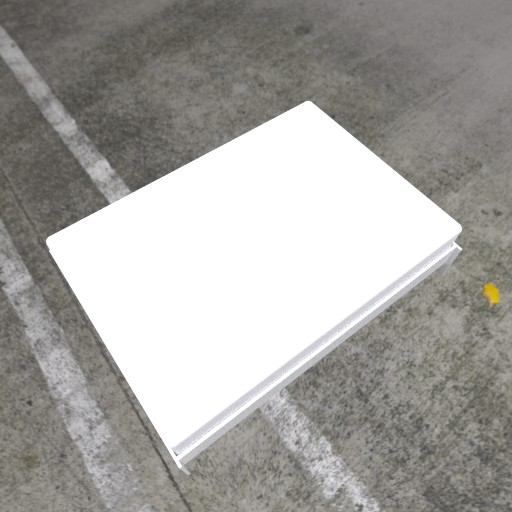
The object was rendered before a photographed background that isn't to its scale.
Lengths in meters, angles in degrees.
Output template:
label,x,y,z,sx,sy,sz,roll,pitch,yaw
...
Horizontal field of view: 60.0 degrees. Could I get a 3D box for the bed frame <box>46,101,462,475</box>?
label,x,y,z,sx,sy,sz,roll,pitch,yaw
bed frame,0.000,0.000,2.658,1.945,0.497,1.445,-33,64,-18
